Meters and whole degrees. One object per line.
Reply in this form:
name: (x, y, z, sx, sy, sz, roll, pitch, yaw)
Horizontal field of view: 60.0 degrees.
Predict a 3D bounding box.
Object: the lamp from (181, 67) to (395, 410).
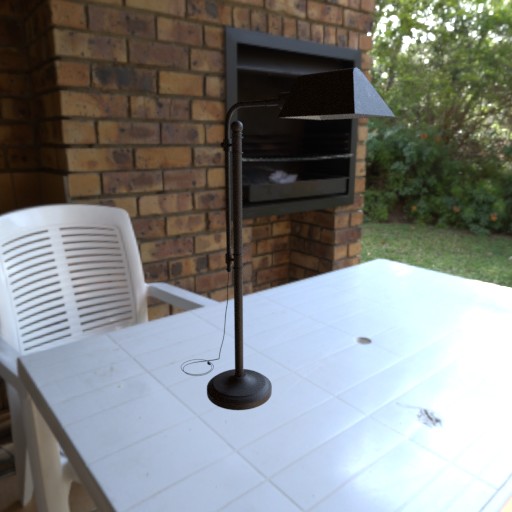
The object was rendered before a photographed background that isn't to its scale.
lamp: (0.000, 0.000, 0.959, 0.159, 0.708, 0.545, -14, 20, -42)
